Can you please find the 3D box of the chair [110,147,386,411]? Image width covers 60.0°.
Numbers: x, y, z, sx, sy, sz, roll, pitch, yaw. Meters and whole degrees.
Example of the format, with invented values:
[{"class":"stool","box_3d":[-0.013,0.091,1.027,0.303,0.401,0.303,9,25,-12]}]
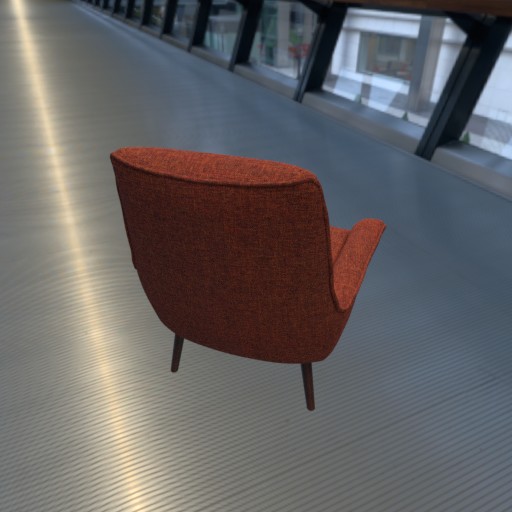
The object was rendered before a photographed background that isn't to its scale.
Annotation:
[{"class":"chair","box_3d":[0.000,0.000,1.521,0.803,0.911,0.784,10,33,16]}]
